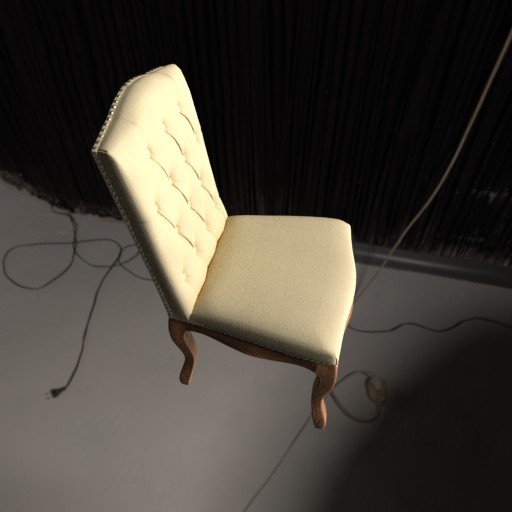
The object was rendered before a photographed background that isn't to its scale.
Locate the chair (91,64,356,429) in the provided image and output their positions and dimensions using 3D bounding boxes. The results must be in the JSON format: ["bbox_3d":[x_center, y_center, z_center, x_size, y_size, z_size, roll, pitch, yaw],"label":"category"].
[{"bbox_3d":[0.000,0.000,1.523,0.715,1.165,0.623,9,48,8],"label":"chair"}]
